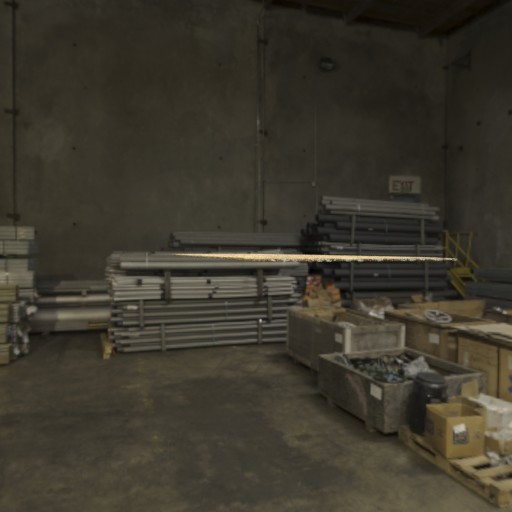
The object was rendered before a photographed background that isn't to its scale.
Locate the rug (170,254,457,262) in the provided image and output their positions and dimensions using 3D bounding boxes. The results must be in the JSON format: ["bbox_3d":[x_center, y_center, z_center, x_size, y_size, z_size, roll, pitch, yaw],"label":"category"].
[{"bbox_3d":[0.000,0.000,2.786,0.762,0.011,2.664,0,1,-18],"label":"rug"}]
